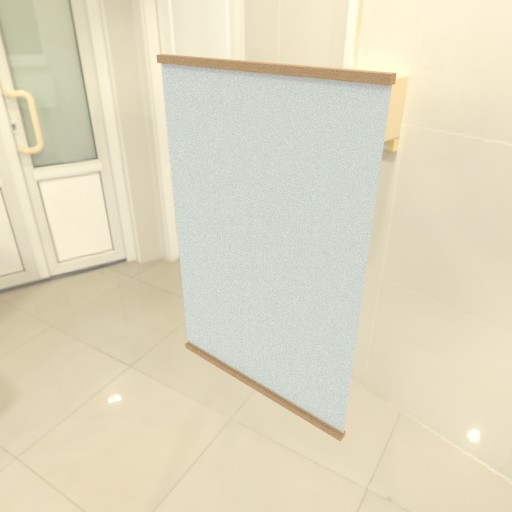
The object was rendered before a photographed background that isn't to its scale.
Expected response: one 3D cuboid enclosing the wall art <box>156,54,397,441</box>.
[{"bbox_3d":[0.000,0.000,0.635,0.335,0.510,0.013,21,35,33],"label":"wall art"}]
